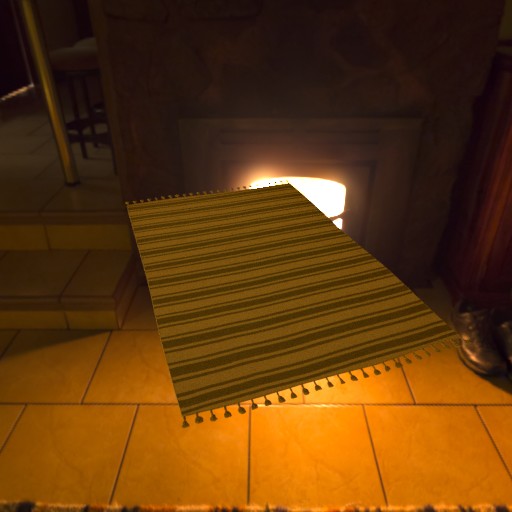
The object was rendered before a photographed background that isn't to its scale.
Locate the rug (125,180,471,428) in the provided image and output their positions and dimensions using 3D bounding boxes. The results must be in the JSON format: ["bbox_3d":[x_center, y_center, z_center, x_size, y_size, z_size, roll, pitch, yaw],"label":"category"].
[{"bbox_3d":[0.000,0.000,2.331,1.162,0.013,1.875,-10,33,-17],"label":"rug"}]
